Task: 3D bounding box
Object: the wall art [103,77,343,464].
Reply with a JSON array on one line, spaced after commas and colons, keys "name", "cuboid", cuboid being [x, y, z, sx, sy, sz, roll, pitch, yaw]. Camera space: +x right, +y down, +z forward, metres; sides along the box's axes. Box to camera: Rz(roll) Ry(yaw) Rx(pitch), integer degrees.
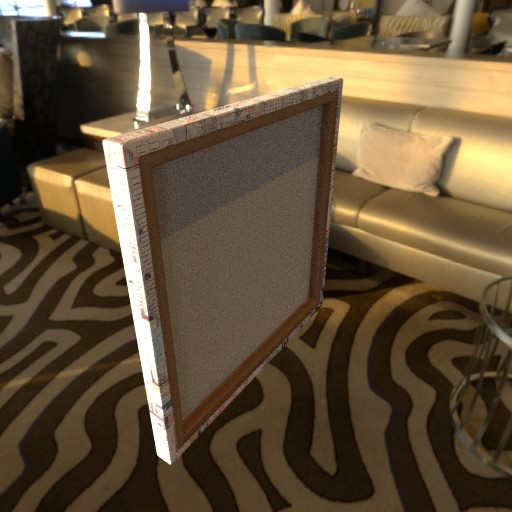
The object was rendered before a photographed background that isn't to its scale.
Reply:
[{"name": "wall art", "cuboid": [0.000, 0.000, 0.900, 0.038, 0.608, 0.607, 19, 35, 30]}]
